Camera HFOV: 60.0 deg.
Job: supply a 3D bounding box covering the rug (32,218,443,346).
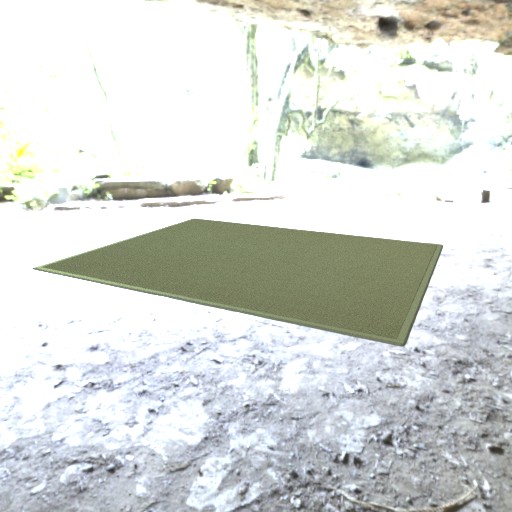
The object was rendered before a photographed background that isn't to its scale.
[{"bbox_3d":[0.000,0.000,4.121,3.051,0.020,2.407,8,18,26],"label":"rug"}]
